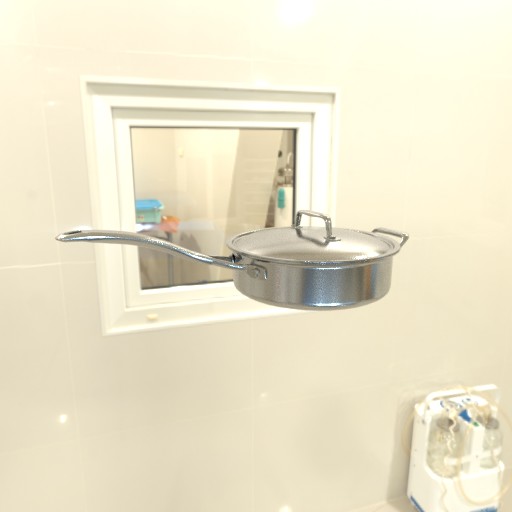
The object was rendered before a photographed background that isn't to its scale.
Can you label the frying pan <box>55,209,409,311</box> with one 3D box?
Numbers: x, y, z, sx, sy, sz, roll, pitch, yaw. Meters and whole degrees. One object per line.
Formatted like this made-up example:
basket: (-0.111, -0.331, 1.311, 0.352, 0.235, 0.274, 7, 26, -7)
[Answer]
frying pan: (0.000, 0.000, 0.603, 0.492, 0.111, 0.245, -7, 15, -25)
